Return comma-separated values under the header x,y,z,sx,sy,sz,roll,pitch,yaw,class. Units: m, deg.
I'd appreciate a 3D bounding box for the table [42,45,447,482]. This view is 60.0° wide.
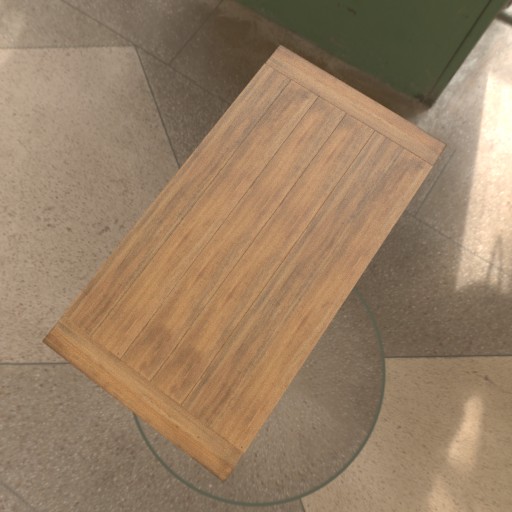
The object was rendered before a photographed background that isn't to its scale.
x,y,z,sx,sy,sz,roll,pitch,yaw,class
0.000,0.000,1.645,0.693,0.494,1.270,34,79,8,table
